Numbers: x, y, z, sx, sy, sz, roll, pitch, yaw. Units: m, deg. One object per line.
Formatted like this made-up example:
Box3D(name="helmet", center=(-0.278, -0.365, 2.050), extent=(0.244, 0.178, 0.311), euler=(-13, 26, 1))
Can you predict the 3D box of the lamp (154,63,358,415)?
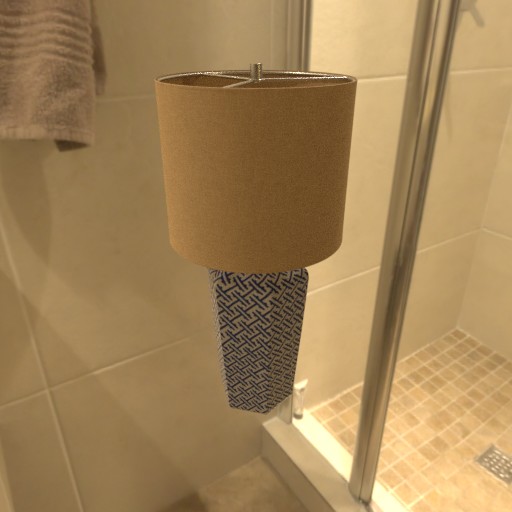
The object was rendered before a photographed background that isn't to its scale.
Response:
Box3D(name="lamp", center=(0.000, 0.000, 0.855), extent=(0.320, 0.682, 0.320), euler=(9, 28, 17))
